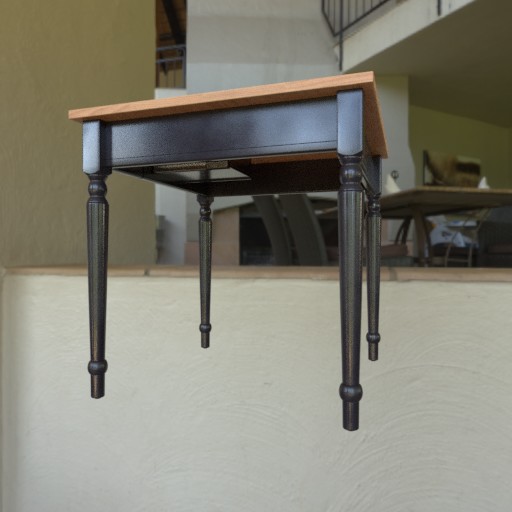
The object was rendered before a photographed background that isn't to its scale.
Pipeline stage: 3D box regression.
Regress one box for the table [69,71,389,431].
[{"bbox_3d":[0.000,0.000,1.354,0.747,0.738,0.747,0,0,19],"label":"table"}]
